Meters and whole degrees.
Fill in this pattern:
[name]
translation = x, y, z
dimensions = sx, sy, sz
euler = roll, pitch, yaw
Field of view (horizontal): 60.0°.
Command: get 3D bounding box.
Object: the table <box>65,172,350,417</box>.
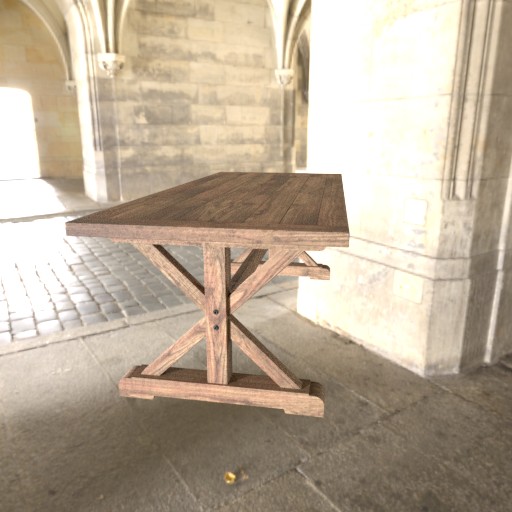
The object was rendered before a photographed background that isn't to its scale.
[table]
translation = 0.000, 0.000, 2.424
dimensions = 0.907, 0.733, 2.031
euler = 3, 16, 10
